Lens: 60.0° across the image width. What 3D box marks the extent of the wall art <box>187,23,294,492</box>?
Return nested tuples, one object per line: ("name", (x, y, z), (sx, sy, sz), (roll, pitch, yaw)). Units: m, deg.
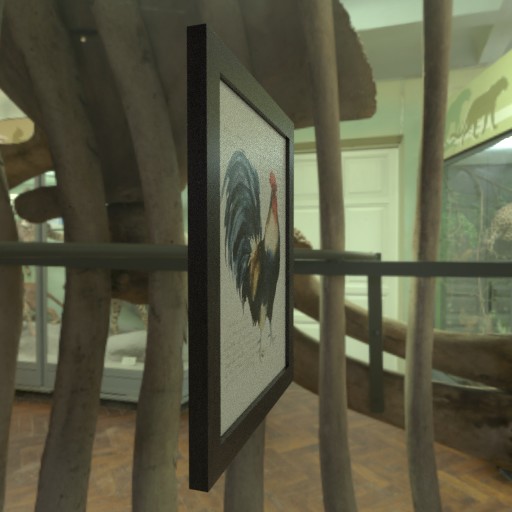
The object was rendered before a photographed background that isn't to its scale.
("wall art", (0.000, 0.000, 0.779), (0.027, 0.580, 0.479), (1, 2, 18))
